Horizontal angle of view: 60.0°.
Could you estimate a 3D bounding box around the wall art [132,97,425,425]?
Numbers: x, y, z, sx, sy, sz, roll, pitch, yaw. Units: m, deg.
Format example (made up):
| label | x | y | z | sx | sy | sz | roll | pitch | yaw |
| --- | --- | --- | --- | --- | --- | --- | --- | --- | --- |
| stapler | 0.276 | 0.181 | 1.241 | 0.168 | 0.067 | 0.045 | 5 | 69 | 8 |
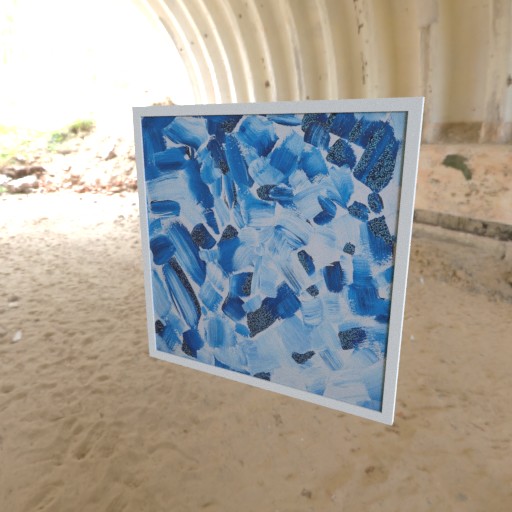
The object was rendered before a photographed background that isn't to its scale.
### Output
| label | x | y | z | sx | sy | sz | roll | pitch | yaw |
| --- | --- | --- | --- | --- | --- | --- | --- | --- | --- |
| wall art | 0.000 | 0.000 | 0.698 | 0.457 | 0.457 | 0.012 | 8 | 17 | 26 |
